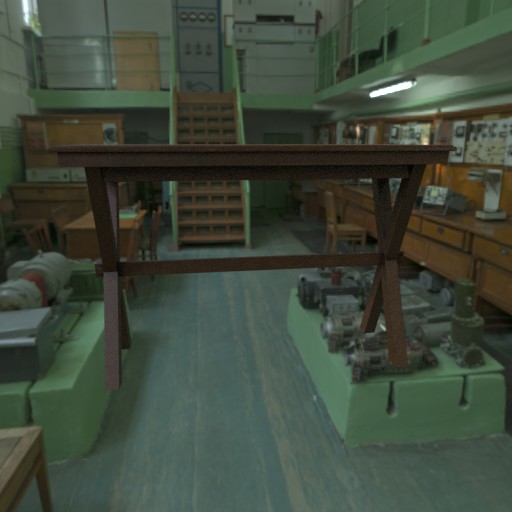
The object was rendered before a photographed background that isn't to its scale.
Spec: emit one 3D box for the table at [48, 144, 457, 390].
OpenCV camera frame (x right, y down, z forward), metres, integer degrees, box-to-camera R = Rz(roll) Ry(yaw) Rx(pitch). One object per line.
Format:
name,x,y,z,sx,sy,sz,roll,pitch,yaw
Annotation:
table,0.000,0.000,1.568,1.197,0.763,0.399,-2,15,-8
